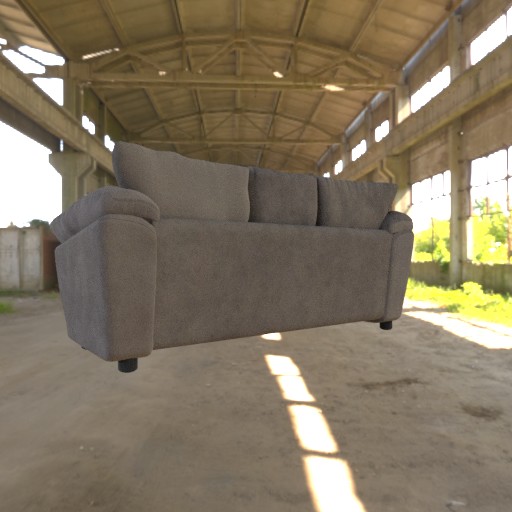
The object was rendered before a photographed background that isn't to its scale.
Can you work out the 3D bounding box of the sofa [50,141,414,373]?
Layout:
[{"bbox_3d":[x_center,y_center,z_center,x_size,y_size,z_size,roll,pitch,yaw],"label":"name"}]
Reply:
[{"bbox_3d":[0.000,0.000,2.874,2.336,1.073,0.878,0,0,-37],"label":"sofa"}]
